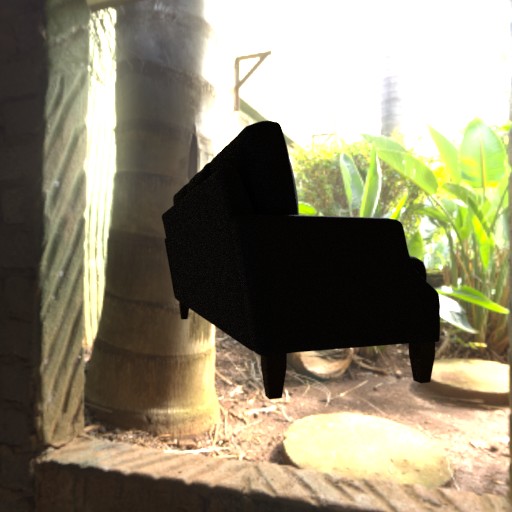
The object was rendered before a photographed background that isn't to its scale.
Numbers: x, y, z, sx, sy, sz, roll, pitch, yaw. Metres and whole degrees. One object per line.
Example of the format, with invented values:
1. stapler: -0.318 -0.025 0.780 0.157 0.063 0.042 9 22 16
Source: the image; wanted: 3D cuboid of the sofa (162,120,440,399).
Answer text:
1. sofa: 0.000 0.000 2.584 0.888 0.984 2.115 0 0 -18
